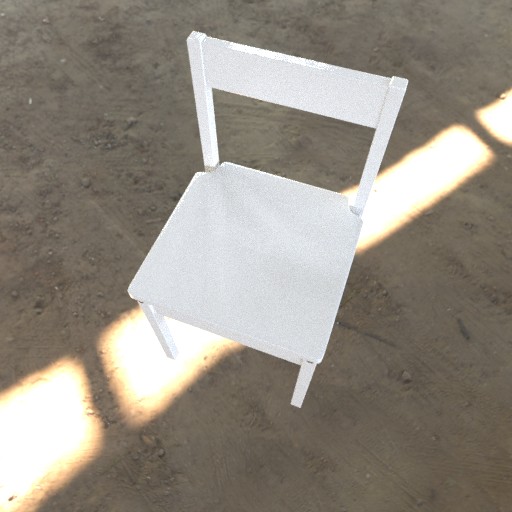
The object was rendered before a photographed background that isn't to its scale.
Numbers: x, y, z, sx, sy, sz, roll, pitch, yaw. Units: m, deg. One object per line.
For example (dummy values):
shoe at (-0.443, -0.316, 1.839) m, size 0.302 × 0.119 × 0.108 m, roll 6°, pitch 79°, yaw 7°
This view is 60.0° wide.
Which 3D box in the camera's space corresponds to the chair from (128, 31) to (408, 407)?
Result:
chair at (0.000, 0.000, 0.892) m, size 0.367 × 0.668 × 0.361 m, roll 18°, pitch 60°, yaw 11°
